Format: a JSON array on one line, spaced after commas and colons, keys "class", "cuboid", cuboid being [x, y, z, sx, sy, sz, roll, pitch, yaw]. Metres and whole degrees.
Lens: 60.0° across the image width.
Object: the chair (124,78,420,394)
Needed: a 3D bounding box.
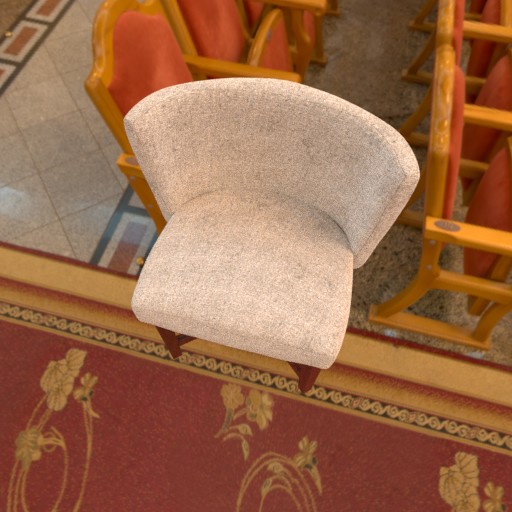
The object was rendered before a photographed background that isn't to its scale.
[{"class": "chair", "cuboid": [0.000, 0.000, 1.330, 0.728, 0.827, 0.575, 13, 59, 8]}]
